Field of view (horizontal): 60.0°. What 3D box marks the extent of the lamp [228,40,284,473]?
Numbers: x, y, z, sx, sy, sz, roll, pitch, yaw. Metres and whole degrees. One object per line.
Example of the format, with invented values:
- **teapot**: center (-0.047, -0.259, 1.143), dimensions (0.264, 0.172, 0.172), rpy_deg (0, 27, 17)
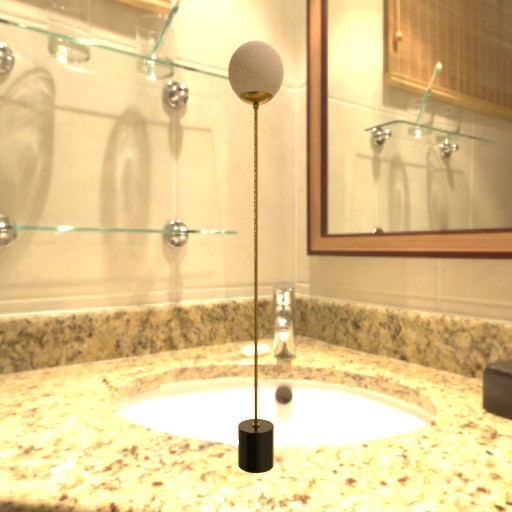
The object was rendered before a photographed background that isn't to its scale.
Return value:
- **lamp**: center (0.000, 0.000, 1.839), dimensions (0.229, 1.748, 0.229), rpy_deg (0, 1, 18)
